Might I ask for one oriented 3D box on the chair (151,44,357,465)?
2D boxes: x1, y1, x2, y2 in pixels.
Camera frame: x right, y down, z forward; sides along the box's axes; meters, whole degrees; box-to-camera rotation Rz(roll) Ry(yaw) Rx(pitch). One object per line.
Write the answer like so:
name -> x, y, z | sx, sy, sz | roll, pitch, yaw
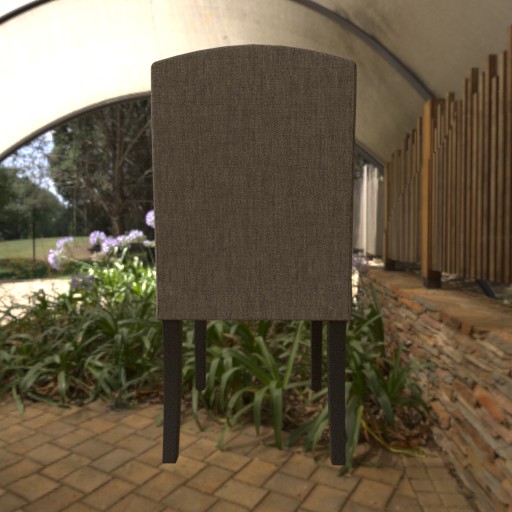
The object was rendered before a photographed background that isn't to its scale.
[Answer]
chair -> 0.000, 0.000, 1.233 | 0.451, 0.917, 0.580 | 0, 2, 1
